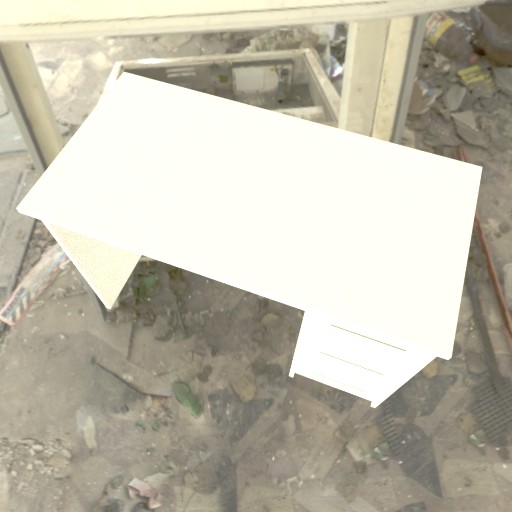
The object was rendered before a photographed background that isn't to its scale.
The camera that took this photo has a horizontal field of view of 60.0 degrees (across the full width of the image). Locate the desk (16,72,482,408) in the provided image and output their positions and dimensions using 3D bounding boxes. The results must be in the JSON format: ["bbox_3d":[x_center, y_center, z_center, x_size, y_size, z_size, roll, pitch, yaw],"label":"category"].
[{"bbox_3d":[0.000,0.000,1.483,1.097,0.735,0.560,18,62,10],"label":"desk"}]
